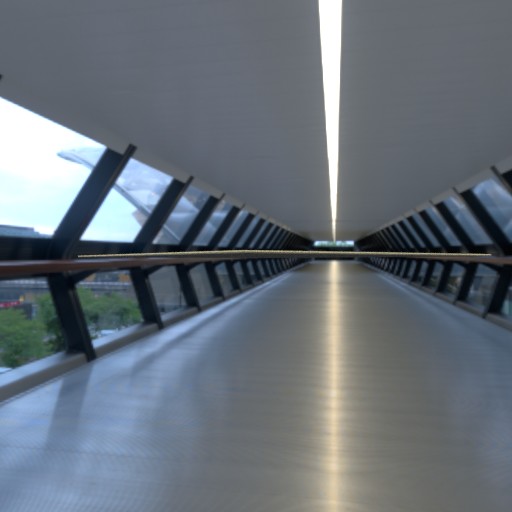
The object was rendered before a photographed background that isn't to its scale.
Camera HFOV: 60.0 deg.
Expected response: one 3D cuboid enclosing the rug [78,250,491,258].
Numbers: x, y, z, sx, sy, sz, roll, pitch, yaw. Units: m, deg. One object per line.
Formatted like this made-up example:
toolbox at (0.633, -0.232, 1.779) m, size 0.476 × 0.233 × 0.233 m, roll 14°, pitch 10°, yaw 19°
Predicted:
rug at (0.000, 0.000, 4.193) m, size 2.452 × 0.016 × 3.204 m, roll 0°, pitch -1°, yaw -36°
